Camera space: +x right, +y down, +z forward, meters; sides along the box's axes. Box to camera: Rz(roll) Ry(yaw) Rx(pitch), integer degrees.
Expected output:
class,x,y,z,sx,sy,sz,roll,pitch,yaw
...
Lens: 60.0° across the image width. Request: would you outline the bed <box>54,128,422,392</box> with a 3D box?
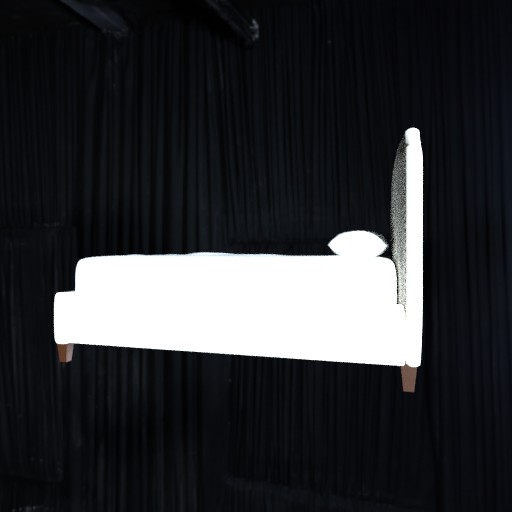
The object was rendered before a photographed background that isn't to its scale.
class,x,y,z,sx,sy,sz,roll,pitch,yaw
bed,0.000,0.000,3.463,2.365,1.443,1.712,0,0,17
